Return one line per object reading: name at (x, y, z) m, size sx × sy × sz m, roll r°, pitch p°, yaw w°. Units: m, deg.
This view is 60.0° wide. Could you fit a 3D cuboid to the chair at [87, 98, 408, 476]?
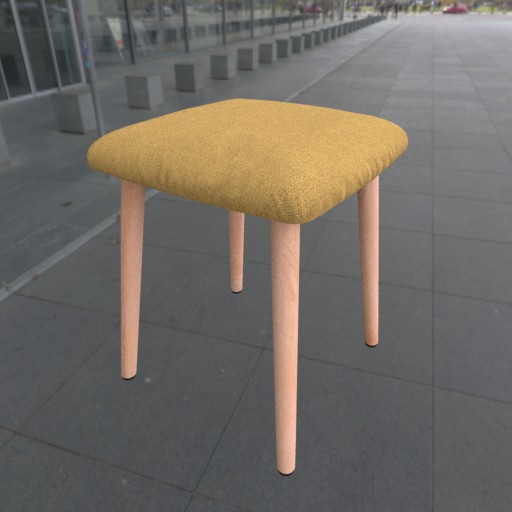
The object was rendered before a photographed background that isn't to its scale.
chair at (0.000, 0.000, 0.707) m, size 0.350 × 0.440 × 0.350 m, roll 19°, pitch 35°, yaw 29°
